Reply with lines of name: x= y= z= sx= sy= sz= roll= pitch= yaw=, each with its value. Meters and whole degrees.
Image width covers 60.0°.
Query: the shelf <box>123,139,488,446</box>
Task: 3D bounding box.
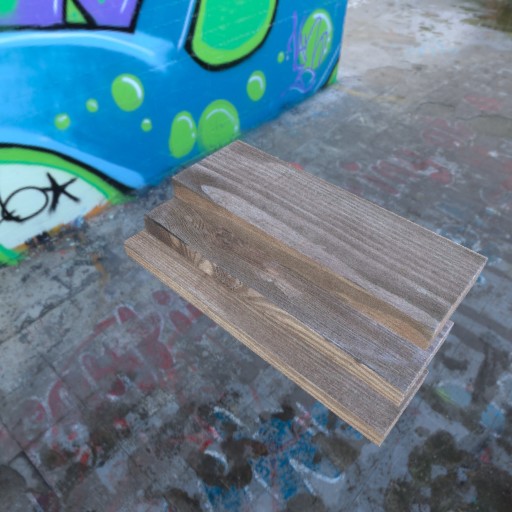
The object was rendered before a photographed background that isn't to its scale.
shelf: x=0.000 y=0.000 z=0.732 sx=0.610 sy=0.293 sz=0.140 roll=32 pitch=53 yaw=28
